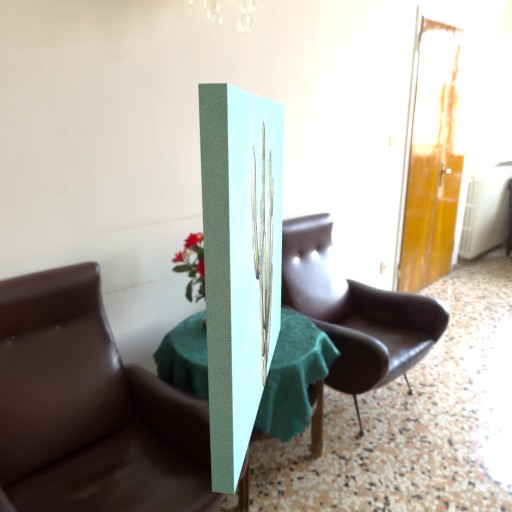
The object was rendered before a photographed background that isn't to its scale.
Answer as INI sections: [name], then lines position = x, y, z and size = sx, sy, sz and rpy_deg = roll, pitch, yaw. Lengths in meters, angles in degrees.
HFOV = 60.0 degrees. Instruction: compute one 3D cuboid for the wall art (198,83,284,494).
[wall art]
position = 0.000, 0.000, 0.896
size = 0.036, 0.603, 0.603
rpy_deg = 3, 17, 9
